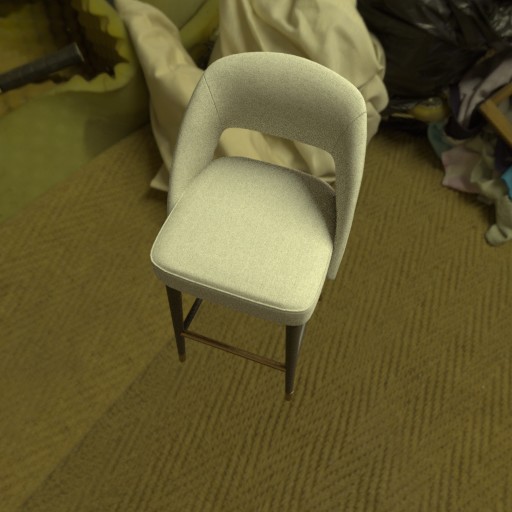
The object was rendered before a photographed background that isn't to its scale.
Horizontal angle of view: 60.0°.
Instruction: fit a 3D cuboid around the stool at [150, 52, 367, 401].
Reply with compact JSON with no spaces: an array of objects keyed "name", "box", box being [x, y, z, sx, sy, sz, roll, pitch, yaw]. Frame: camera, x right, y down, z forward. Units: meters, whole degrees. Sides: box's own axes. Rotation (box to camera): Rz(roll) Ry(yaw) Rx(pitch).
[{"name":"stool","box":[0.000,0.000,1.352,0.494,1.037,0.509,17,60,10]}]
